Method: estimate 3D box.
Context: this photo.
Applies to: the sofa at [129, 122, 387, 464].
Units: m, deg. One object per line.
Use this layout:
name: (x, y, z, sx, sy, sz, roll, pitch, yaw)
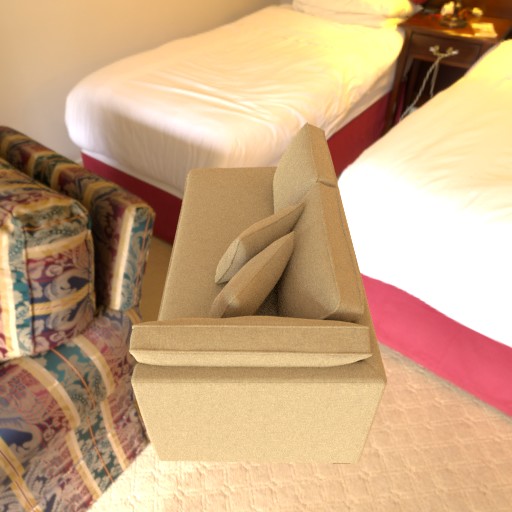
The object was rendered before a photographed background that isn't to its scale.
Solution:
sofa: (0.000, 0.000, 2.831, 1.110, 1.033, 2.237, 0, 42, 0)
